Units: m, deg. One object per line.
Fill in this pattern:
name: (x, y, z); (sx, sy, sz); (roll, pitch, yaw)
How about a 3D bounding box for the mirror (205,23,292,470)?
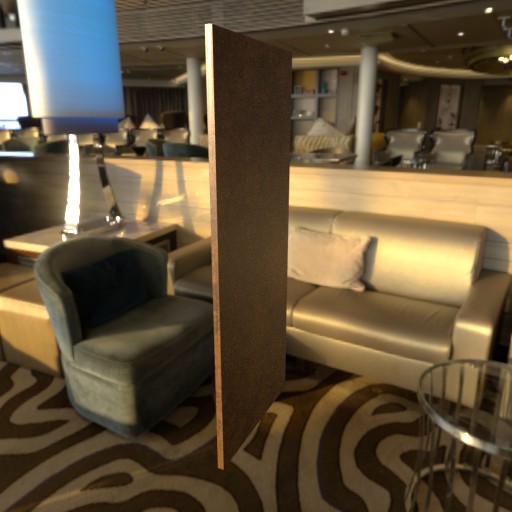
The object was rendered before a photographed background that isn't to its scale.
mirror: (0.000, 0.000, 2.298); (0.032, 2.031, 0.812); (8, 19, 25)
